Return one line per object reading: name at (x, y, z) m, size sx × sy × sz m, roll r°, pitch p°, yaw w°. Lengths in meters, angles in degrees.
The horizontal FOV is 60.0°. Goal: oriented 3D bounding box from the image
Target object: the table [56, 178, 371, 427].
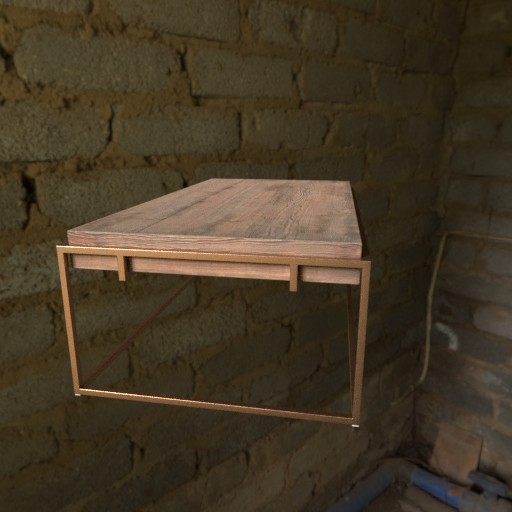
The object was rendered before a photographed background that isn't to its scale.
table at (0.000, 0.000, 1.763) m, size 0.775 × 0.468 × 1.387 m, roll 3°, pitch 16°, yaw 10°
